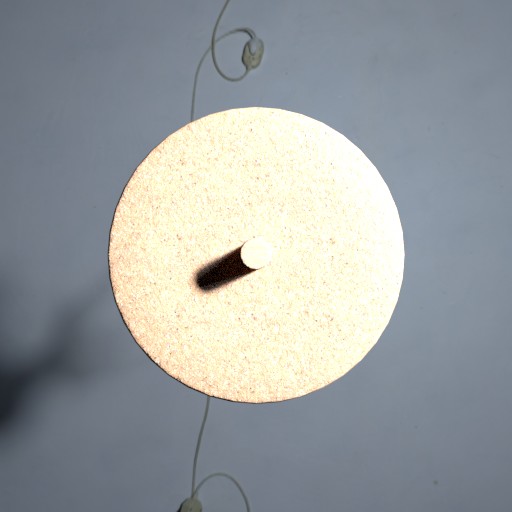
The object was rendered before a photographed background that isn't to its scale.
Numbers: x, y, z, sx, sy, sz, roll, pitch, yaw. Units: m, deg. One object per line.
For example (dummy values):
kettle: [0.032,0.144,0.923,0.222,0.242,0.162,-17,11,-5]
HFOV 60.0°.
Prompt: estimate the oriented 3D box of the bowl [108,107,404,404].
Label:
bowl: [0.000,0.000,0.222,0.126,0.110,0.126,0,89,0]
